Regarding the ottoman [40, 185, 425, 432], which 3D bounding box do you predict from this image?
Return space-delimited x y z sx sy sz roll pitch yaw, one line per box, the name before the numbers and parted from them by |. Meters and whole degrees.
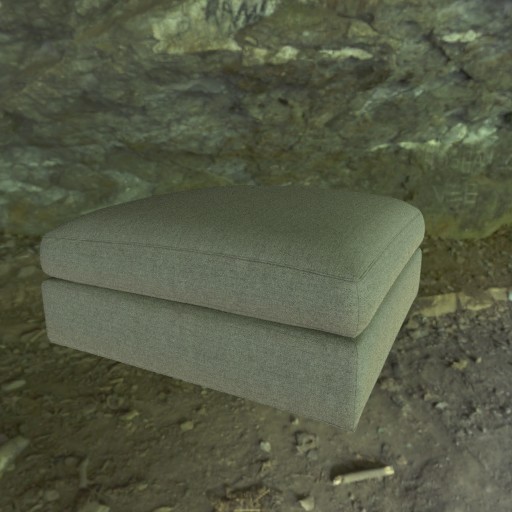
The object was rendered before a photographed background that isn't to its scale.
ottoman | 0.000 0.000 1.606 1.041 0.470 1.041 8 17 26
